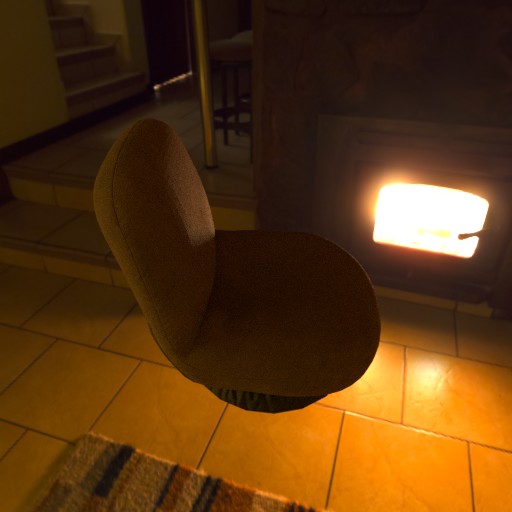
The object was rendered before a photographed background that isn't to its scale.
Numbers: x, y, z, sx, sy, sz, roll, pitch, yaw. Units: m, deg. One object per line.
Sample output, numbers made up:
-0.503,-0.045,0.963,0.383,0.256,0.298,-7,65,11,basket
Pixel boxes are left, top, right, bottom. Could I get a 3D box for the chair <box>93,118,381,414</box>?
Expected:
0.000,0.000,1.031,0.597,0.594,0.521,-1,32,-2,chair
